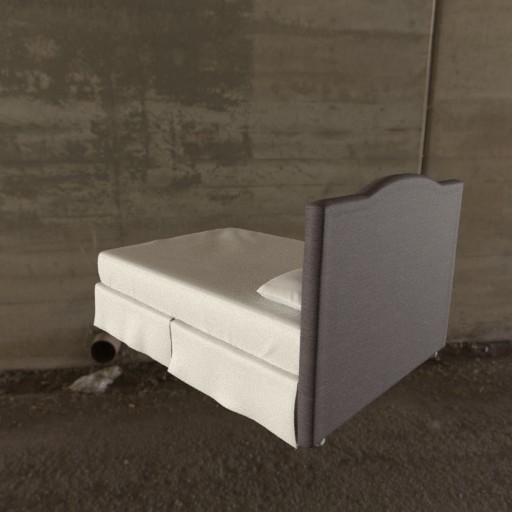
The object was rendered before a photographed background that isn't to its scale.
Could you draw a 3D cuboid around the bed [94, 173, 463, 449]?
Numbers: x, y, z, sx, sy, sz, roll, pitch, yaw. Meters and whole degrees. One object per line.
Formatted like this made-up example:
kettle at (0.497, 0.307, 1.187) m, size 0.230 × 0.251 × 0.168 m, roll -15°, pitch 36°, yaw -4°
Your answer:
bed at (0.000, 0.000, 3.591) m, size 1.741 × 1.441 × 2.507 m, roll -14°, pitch 21°, yaw -43°
